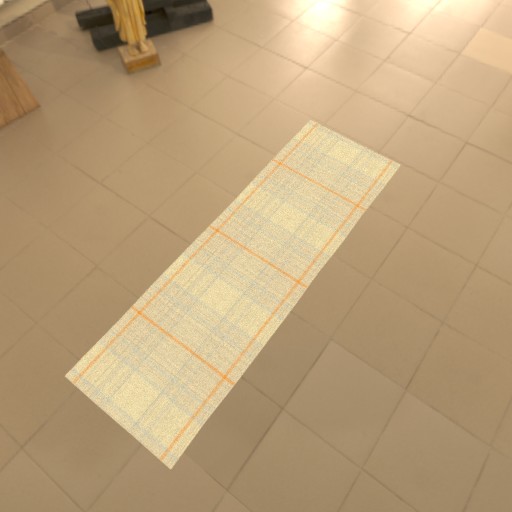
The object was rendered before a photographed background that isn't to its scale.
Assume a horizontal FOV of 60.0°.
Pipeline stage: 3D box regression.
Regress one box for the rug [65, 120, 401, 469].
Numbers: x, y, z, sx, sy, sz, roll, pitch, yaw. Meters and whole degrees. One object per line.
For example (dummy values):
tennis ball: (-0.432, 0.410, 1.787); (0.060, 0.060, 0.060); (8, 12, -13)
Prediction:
rug: (0.000, 0.000, 2.777); (0.770, 0.016, 2.442); (32, 65, 18)
